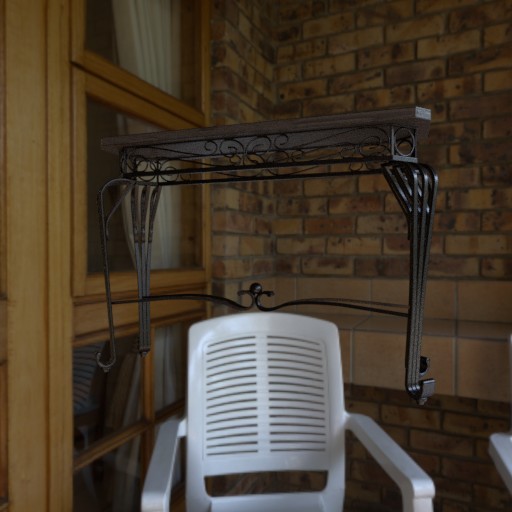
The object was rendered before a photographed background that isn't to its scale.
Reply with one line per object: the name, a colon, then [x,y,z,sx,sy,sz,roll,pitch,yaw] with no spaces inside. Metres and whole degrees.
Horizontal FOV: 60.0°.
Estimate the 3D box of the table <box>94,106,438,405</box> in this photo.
table: [0.000,0.000,1.478,1.112,0.800,0.329,0,1,19]
